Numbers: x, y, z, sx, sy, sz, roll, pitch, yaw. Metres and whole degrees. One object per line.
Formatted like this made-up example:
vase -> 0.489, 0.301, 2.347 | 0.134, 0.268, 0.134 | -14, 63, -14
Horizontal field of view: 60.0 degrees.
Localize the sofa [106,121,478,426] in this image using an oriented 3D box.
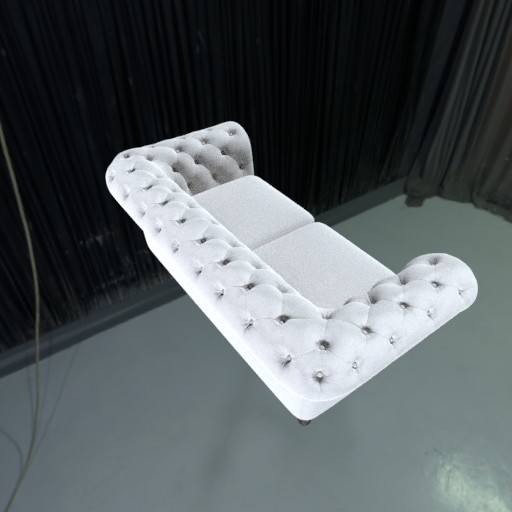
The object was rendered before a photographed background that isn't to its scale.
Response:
sofa -> 0.000, 0.000, 2.479 | 0.986, 0.764, 1.998 | -26, 47, -27
